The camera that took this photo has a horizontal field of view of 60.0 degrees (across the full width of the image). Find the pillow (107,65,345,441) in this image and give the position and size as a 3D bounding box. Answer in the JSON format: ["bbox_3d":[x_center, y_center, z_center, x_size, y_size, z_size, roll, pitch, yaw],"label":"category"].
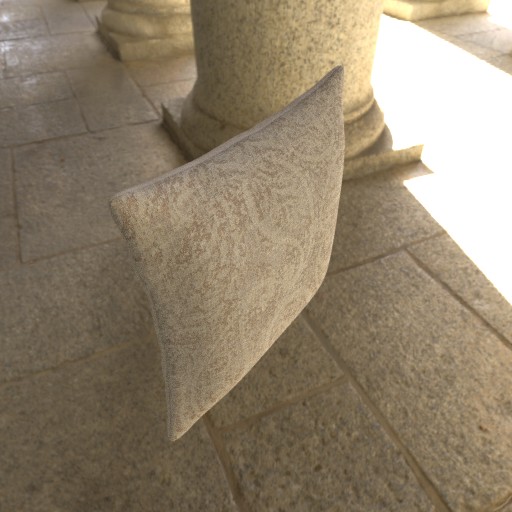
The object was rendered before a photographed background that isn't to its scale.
[{"bbox_3d":[0.000,0.000,0.779,0.166,0.510,0.523,26,48,26],"label":"pillow"}]
